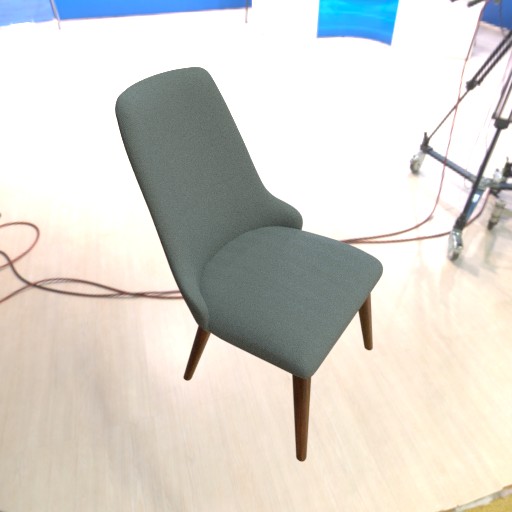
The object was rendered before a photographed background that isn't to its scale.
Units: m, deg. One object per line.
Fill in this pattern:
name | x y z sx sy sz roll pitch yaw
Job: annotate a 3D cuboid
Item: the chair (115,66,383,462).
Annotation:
chair | 0.000 0.000 1.327 0.707 0.918 0.535 25 47 26
